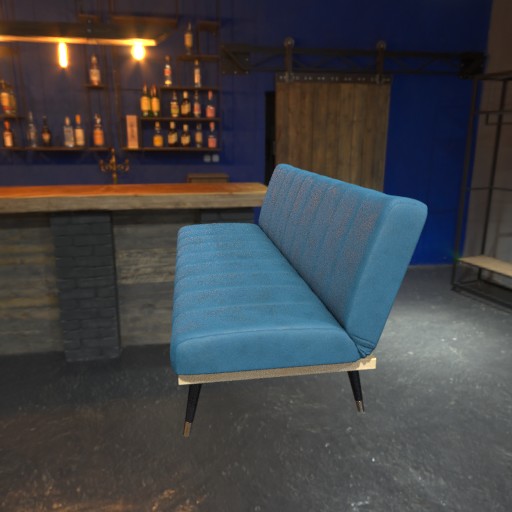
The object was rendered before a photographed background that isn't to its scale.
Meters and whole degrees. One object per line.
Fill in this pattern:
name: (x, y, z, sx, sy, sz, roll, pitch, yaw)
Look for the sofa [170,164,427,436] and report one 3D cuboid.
sofa: (0.000, 0.000, 2.287, 0.830, 0.825, 1.810, -2, 15, -9)
